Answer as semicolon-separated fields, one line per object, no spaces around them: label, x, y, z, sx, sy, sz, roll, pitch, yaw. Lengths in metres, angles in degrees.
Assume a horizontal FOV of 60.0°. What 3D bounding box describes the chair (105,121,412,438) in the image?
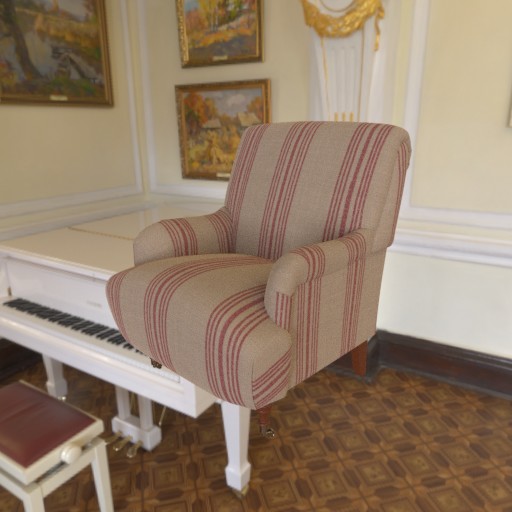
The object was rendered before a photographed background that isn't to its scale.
chair;0.000;0.000;1.918;0.933;1.123;1.058;15;22;41
